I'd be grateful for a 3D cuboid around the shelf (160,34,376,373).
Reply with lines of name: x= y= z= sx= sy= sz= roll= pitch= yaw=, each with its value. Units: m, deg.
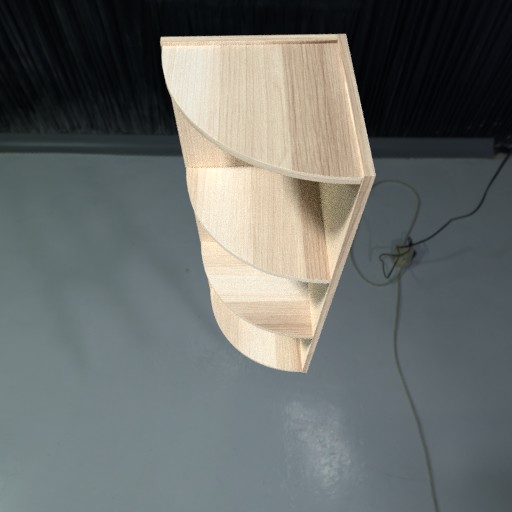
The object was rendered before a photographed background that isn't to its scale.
shelf: x=0.000 y=0.000 z=0.998 sx=0.290 sy=0.872 sz=0.290 roll=-1 pitch=59 yaw=-1
